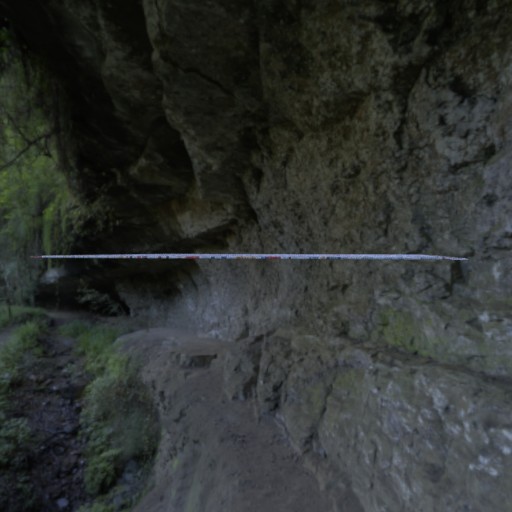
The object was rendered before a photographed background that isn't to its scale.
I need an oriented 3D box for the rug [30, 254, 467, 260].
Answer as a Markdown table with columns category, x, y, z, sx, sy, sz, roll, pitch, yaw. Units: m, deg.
| category | x | y | z | sx | sy | sz | roll | pitch | yaw |
| --- | --- | --- | --- | --- | --- | --- | --- | --- | --- |
| rug | 0.000 | 0.000 | 2.486 | 1.997 | 0.010 | 1.218 | 0 | 1 | 17 |
